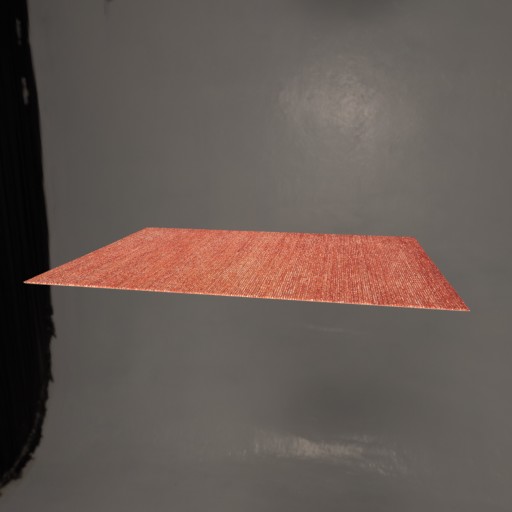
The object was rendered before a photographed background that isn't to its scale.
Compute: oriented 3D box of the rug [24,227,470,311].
[{"bbox_3d":[0.000,0.000,5.182,3.965,0.025,2.803,3,15,10],"label":"rug"}]
